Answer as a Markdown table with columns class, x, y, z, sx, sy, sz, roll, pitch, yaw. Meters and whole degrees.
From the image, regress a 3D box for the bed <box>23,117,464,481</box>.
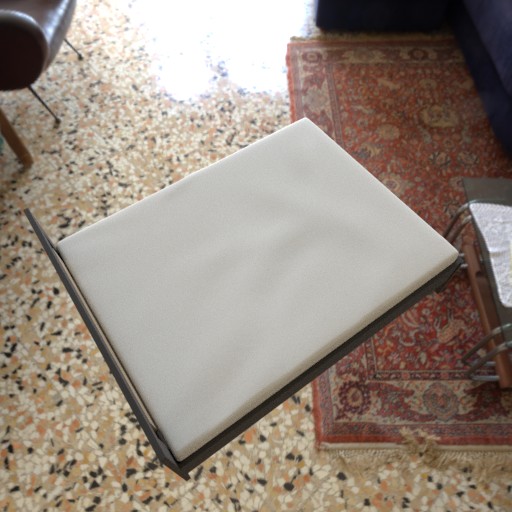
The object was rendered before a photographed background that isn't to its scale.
| class | x | y | z | sx | sy | sz | roll | pitch | yaw |
| --- | --- | --- | --- | --- | --- | --- | --- | --- | --- |
| bed | 0.000 | 0.000 | 2.805 | 2.073 | 0.823 | 1.585 | -31 | 63 | -18 |
